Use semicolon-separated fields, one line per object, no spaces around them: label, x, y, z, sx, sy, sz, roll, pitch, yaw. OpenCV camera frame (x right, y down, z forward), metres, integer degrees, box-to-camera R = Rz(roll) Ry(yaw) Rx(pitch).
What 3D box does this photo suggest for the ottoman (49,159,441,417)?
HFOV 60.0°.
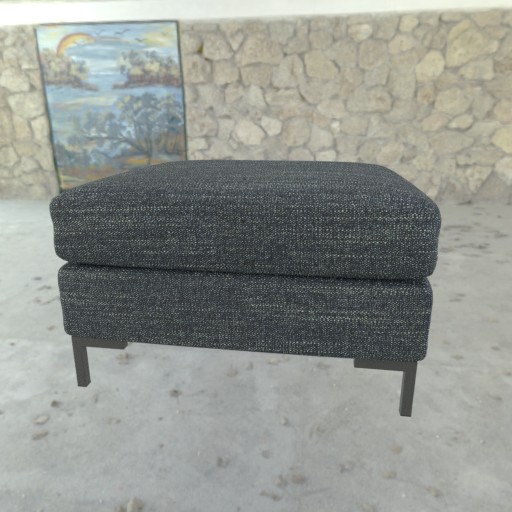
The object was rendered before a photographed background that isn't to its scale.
ottoman;0.000;0.000;1.220;0.814;0.491;0.667;3;17;8
